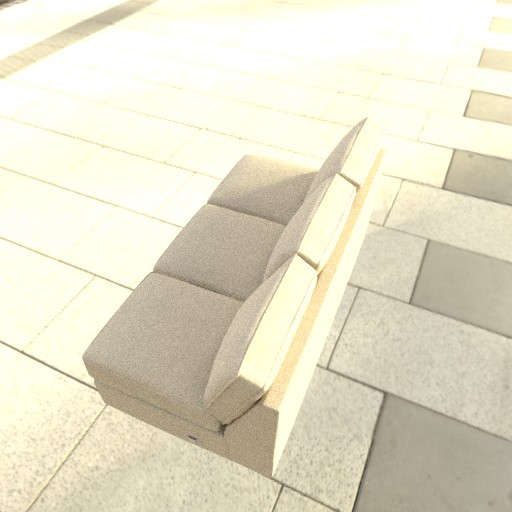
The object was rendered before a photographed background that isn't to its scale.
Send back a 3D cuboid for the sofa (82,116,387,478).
[{"bbox_3d":[0.000,0.000,2.583,1.027,0.973,1.962,17,48,16],"label":"sofa"}]
